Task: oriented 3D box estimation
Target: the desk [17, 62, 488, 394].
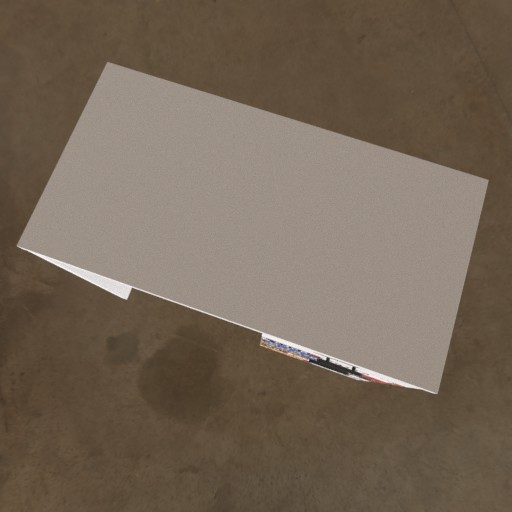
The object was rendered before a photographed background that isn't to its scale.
[{"bbox_3d":[0.000,0.000,1.293,0.898,0.730,0.482,19,77,4],"label":"desk"}]
